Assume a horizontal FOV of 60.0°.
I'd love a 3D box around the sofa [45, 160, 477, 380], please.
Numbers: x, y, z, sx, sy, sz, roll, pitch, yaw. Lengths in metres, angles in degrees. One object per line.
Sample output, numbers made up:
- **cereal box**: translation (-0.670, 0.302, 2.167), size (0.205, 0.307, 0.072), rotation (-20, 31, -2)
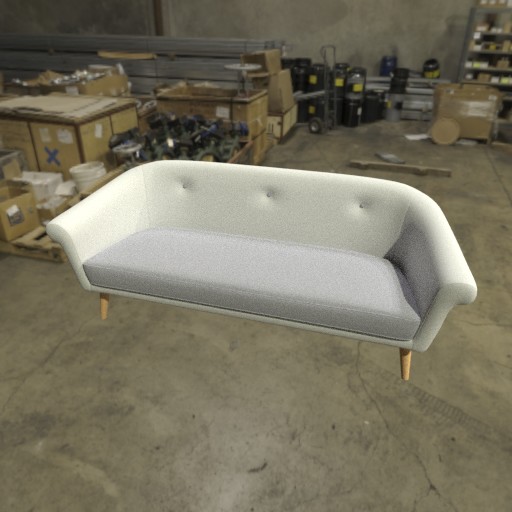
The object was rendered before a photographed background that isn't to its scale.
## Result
- **sofa**: translation (0.000, 0.000, 2.532), size (2.160, 0.795, 0.827), rotation (8, 30, 15)
